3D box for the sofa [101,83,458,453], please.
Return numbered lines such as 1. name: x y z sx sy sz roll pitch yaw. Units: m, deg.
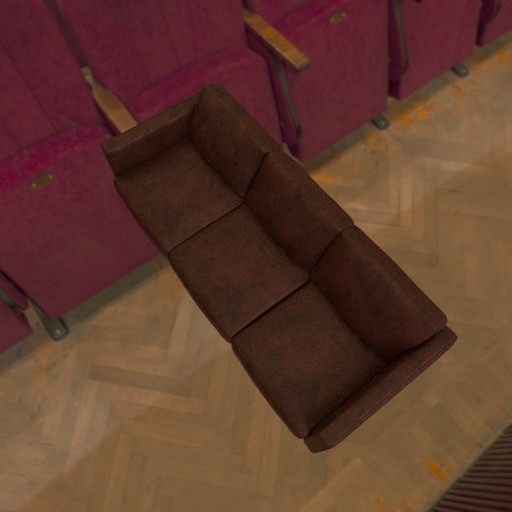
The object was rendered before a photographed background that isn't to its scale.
1. sofa: 0.000 0.000 3.055 1.045 1.006 2.464 -34 69 -15
